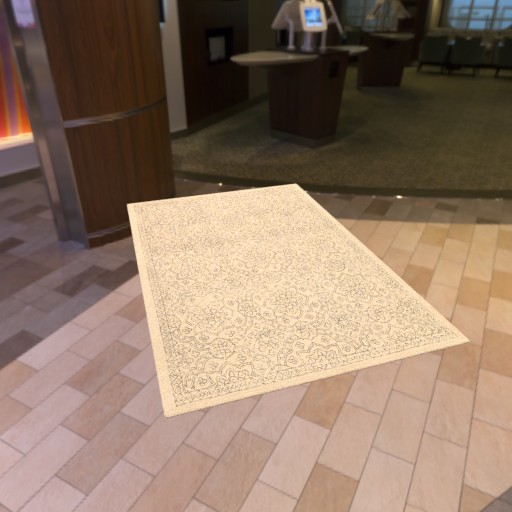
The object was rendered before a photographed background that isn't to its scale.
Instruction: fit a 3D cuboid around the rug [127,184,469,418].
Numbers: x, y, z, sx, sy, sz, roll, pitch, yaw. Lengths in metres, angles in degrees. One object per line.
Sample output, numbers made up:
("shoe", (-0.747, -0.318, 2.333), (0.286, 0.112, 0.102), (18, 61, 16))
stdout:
("rug", (0.000, 0.000, 2.367), (1.219, 0.010, 1.829), (-9, 32, -15))
